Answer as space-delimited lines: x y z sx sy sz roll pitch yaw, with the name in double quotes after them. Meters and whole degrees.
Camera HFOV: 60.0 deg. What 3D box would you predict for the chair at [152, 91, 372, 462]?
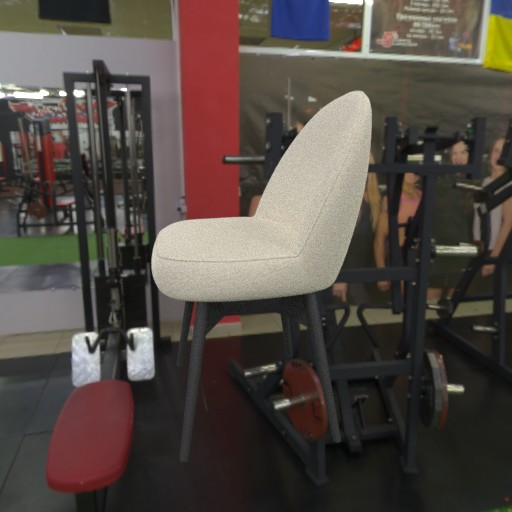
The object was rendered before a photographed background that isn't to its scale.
0.000 0.000 1.183 0.540 0.838 0.532 -3 15 -10 "chair"
